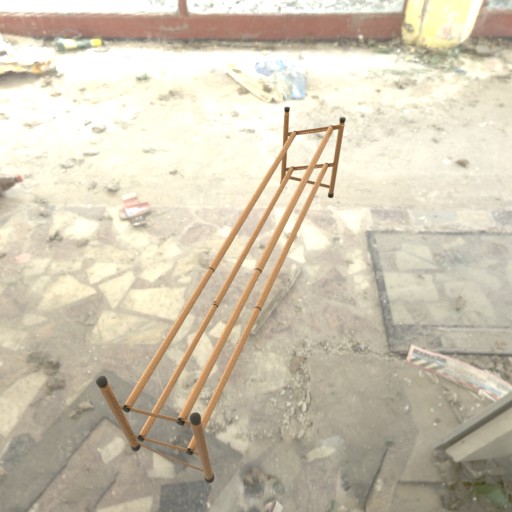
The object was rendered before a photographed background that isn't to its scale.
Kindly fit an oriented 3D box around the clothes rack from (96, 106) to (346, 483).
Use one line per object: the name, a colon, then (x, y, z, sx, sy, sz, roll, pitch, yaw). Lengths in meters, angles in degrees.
clothes rack: (0.000, 0.000, 1.332, 0.229, 0.349, 1.168, 16, 49, 14)
